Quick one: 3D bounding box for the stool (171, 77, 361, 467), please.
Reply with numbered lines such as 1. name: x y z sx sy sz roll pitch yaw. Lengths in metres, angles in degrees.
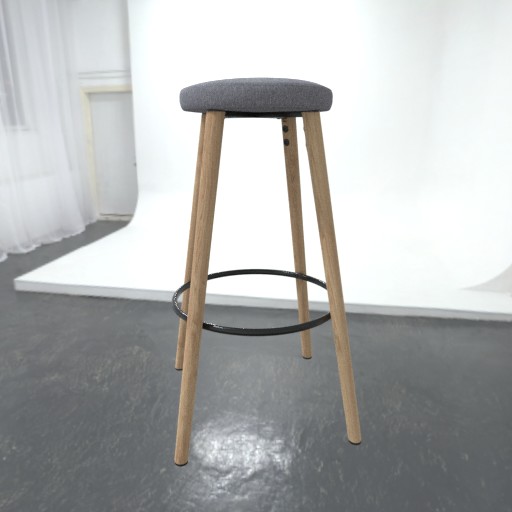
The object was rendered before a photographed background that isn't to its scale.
1. stool: 0.000 0.000 1.032 0.410 0.770 0.410 -3 16 -9
